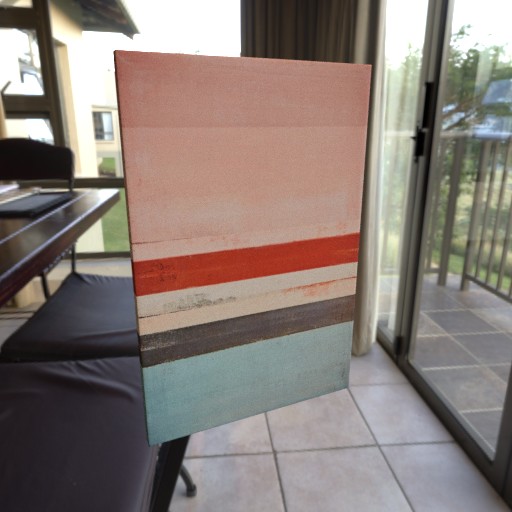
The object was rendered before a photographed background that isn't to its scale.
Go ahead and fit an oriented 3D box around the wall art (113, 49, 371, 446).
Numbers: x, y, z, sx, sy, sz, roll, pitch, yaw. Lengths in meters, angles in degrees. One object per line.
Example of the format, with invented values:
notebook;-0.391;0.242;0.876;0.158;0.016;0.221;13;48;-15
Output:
wall art;0.000;0.000;1.118;0.610;0.914;0.038;-8;19;-24
